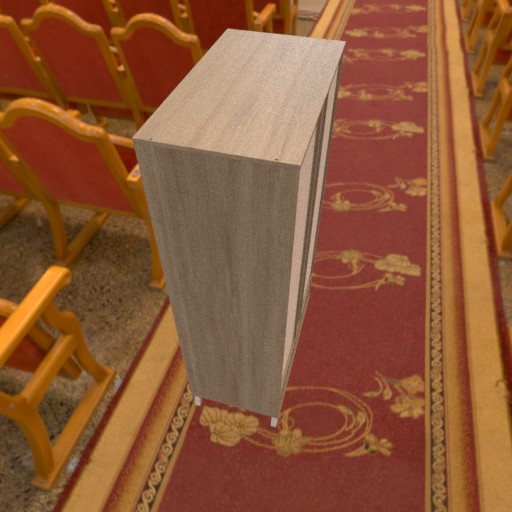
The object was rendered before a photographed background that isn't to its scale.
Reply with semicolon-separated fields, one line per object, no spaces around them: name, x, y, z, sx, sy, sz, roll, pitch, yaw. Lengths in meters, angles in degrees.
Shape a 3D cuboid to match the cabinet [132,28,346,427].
cabinet;0.000;0.000;2.475;0.571;1.999;1.006;12;48;11
